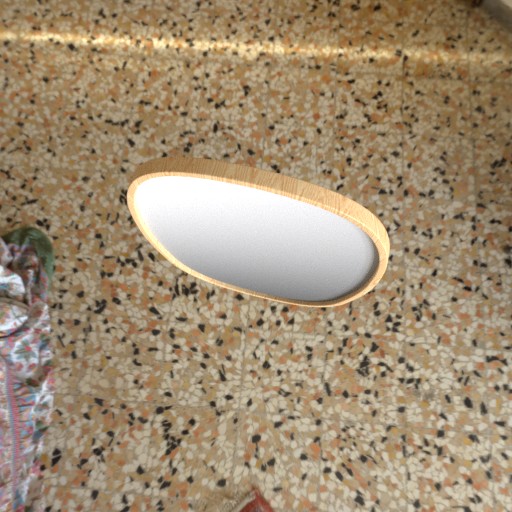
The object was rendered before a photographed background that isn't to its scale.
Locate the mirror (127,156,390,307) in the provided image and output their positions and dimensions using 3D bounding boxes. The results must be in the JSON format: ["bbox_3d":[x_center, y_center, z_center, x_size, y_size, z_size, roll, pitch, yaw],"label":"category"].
[{"bbox_3d":[0.000,0.000,1.365,0.724,1.075,0.037,14,74,4],"label":"mirror"}]
